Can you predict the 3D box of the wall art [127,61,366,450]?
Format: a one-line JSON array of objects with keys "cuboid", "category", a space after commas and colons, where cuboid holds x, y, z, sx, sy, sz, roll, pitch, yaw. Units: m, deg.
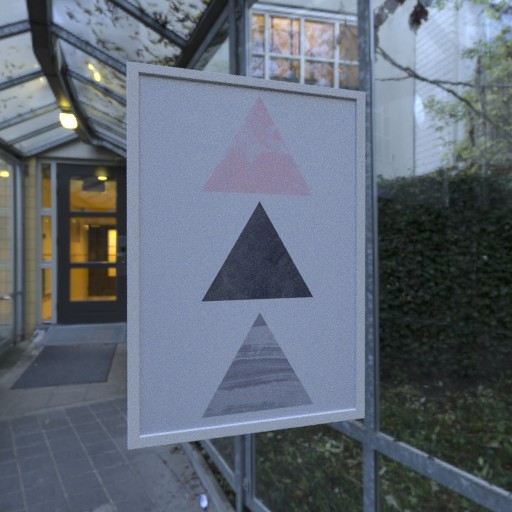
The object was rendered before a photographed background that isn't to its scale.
[{"cuboid": [0.000, 0.000, 1.181, 0.659, 0.940, 0.013, 0, 1, -18], "category": "wall art"}]
